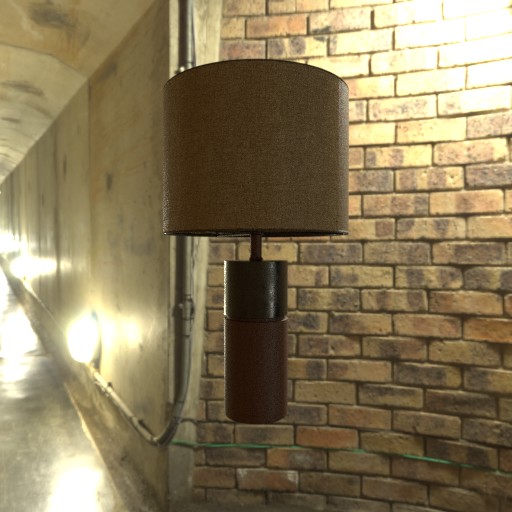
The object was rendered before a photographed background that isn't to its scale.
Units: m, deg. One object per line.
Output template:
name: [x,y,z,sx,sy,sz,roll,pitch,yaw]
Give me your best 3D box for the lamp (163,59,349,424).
lamp: [0.000,0.000,0.493,0.202,0.350,0.202,0,1,0]
